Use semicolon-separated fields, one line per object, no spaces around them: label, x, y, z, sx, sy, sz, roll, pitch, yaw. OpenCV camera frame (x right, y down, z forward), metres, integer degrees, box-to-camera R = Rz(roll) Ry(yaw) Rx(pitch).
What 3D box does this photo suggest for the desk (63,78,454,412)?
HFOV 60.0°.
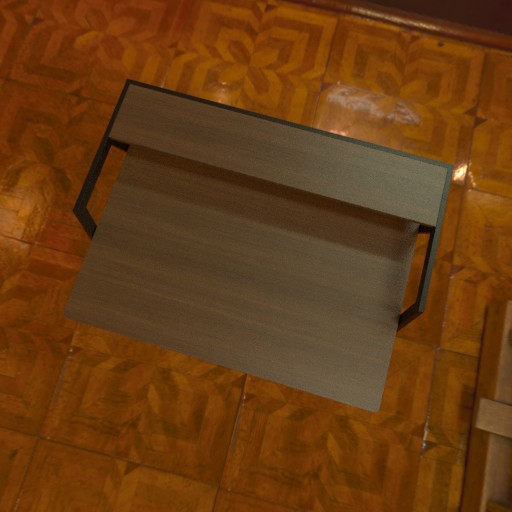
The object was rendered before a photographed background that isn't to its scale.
desk;0.000;0.000;1.896;1.143;0.998;0.936;16;77;4
